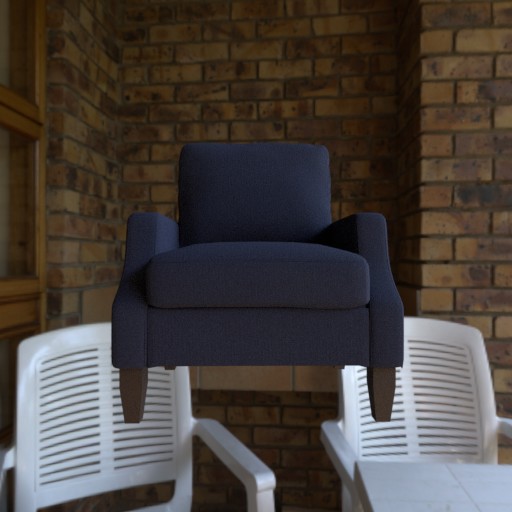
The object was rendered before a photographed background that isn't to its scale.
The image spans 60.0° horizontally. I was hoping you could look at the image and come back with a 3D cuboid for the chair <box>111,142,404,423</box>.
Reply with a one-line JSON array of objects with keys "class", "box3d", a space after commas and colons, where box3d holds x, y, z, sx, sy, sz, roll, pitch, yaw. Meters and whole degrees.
[{"class": "chair", "box3d": [0.000, 0.000, 1.686, 0.855, 0.991, 0.897, 0, 0, -1]}]
